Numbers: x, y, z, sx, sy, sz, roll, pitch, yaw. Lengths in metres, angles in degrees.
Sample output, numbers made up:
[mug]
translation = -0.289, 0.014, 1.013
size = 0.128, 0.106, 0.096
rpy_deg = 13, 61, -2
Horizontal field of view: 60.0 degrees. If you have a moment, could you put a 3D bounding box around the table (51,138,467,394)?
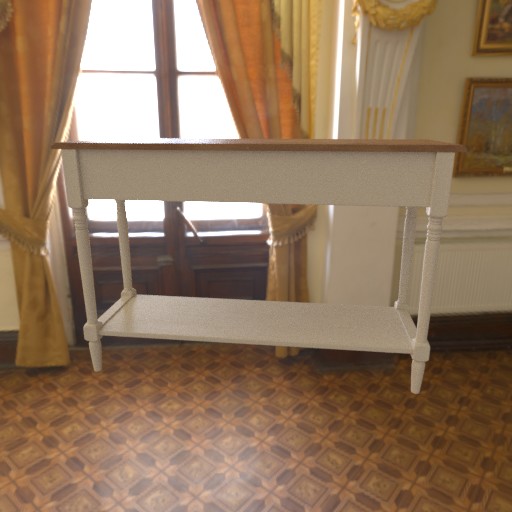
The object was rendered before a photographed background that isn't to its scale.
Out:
[table]
translation = 0.000, 0.000, 1.590
size = 1.219, 0.800, 0.399
rpy_deg = 2, 17, 7
